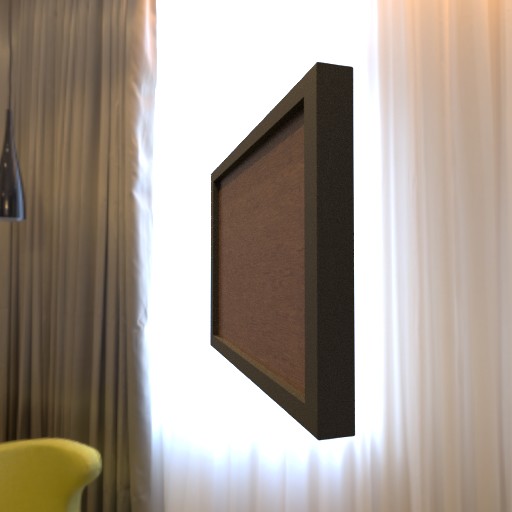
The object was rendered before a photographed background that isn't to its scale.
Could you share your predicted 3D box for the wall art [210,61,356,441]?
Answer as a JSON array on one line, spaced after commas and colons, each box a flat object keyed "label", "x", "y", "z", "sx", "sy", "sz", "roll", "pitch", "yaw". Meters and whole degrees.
[{"label": "wall art", "x": 0.000, "y": 0.000, "z": 0.860, "sx": 0.051, "sy": 0.456, "sz": 0.671, "roll": 0, "pitch": -2, "yaw": -17}]
